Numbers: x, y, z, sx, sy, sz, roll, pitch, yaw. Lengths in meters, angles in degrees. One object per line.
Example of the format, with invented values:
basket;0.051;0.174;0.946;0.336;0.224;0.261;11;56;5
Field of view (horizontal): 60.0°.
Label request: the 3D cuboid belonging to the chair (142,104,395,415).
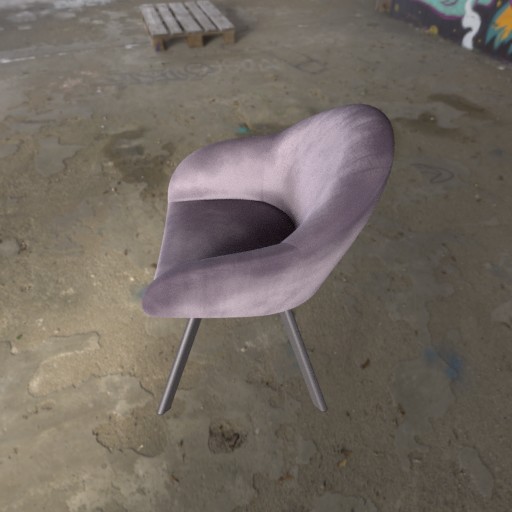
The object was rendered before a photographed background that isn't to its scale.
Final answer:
chair;0.000;0.000;1.216;0.590;0.795;0.550;-1;41;-1
